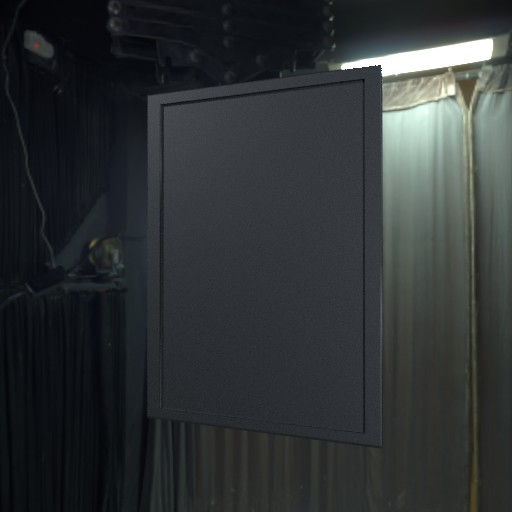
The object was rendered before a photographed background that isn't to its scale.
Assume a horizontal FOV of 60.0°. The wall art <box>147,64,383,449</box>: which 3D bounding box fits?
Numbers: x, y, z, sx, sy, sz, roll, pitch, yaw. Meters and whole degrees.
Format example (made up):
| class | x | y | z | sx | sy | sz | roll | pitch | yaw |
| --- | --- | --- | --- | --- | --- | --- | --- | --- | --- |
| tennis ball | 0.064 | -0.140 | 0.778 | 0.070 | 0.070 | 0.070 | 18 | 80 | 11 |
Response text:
| class | x | y | z | sx | sy | sz | roll | pitch | yaw |
| --- | --- | --- | --- | --- | --- | --- | --- | --- | --- |
| wall art | 0.000 | 0.000 | 0.551 | 0.303 | 0.431 | 0.013 | 0 | 0 | 19 |
